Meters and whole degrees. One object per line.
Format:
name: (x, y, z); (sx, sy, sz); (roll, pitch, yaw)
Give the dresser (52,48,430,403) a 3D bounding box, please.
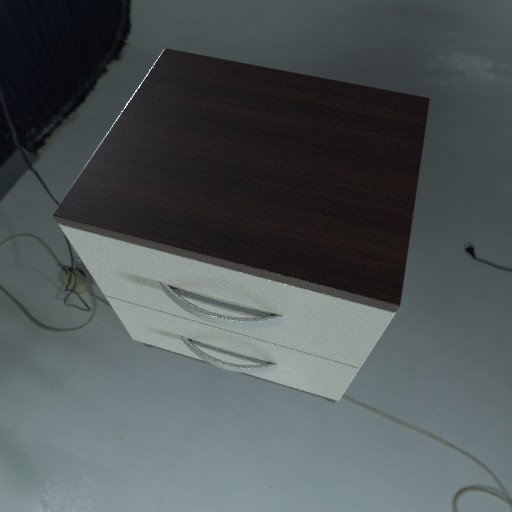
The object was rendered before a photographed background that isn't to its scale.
dresser: (0.000, 0.000, 0.759); (0.400, 0.470, 0.360); (14, 59, 9)
